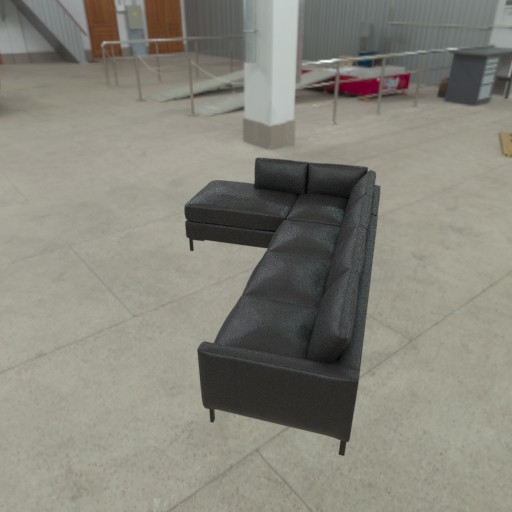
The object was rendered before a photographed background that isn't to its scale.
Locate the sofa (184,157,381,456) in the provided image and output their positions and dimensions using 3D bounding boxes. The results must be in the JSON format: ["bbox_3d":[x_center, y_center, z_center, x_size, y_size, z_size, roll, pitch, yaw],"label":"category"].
[{"bbox_3d":[0.000,0.000,3.829,1.938,0.877,2.984,8,30,14],"label":"sofa"}]
